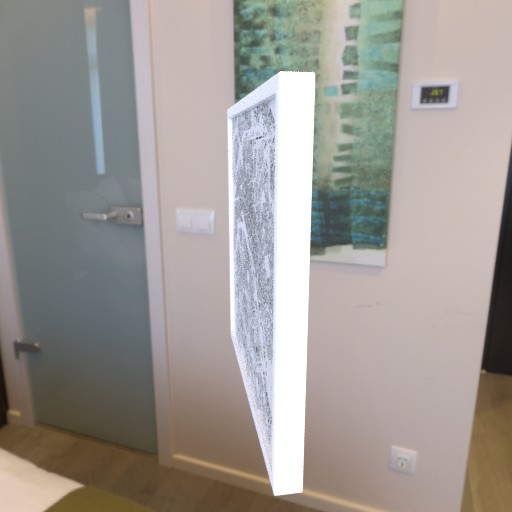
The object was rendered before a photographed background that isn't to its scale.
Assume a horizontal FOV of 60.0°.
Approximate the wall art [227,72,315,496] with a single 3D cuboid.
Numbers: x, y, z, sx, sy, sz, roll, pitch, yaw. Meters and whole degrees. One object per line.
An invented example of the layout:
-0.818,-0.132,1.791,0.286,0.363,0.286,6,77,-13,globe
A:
0.000,0.000,0.750,0.038,0.508,0.508,-2,14,-9,wall art
